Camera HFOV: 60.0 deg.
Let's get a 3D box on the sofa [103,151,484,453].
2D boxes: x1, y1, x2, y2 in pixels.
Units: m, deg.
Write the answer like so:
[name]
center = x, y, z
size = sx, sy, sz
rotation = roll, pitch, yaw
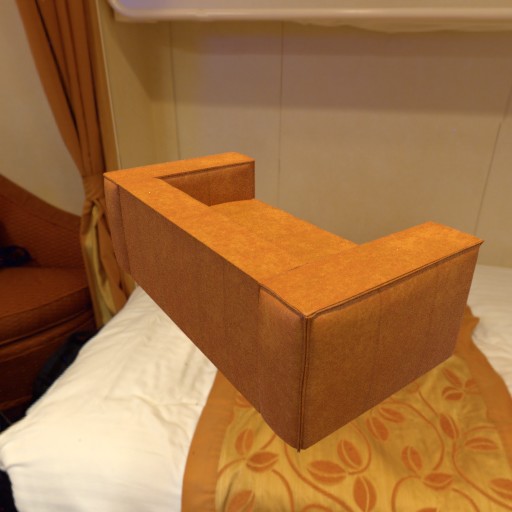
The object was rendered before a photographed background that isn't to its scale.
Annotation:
[sofa]
center = 0.000, 0.000, 2.583
size = 1.102, 0.703, 2.088
rotation = -18, 31, -31
